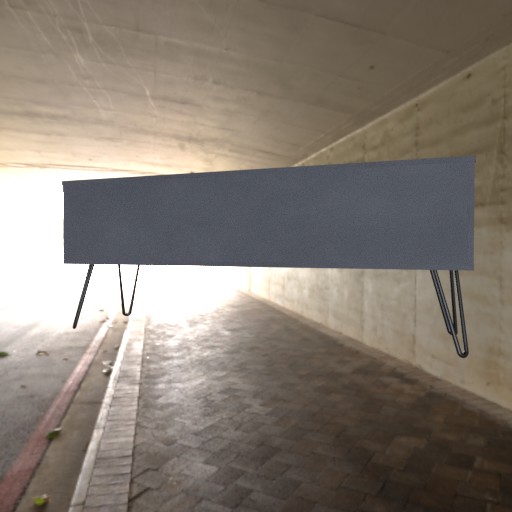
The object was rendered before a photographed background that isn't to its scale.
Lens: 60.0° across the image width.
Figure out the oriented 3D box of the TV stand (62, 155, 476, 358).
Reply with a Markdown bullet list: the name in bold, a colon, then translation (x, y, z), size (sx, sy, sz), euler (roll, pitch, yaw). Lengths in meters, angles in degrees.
- **TV stand**: translation (0.000, 0.000, 1.623), size (1.400, 0.560, 0.400), euler (0, 1, 19)
